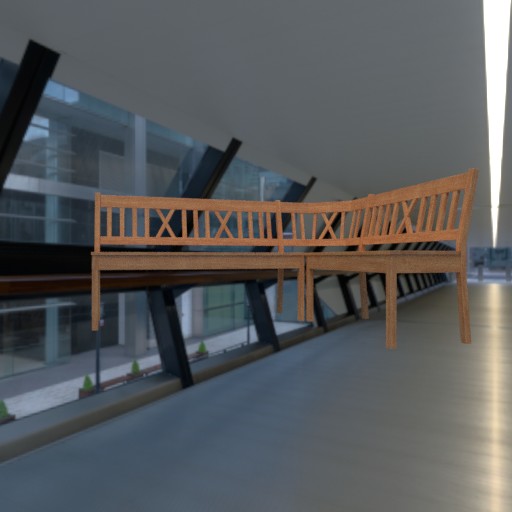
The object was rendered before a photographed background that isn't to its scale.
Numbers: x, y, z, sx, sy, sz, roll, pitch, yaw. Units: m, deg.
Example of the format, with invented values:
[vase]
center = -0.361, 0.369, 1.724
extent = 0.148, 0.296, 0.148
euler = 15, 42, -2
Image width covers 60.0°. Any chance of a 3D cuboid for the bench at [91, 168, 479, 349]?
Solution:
[bench]
center = 0.000, 0.000, 2.738
extent = 1.937, 0.902, 1.537
euler = 0, 0, -17
